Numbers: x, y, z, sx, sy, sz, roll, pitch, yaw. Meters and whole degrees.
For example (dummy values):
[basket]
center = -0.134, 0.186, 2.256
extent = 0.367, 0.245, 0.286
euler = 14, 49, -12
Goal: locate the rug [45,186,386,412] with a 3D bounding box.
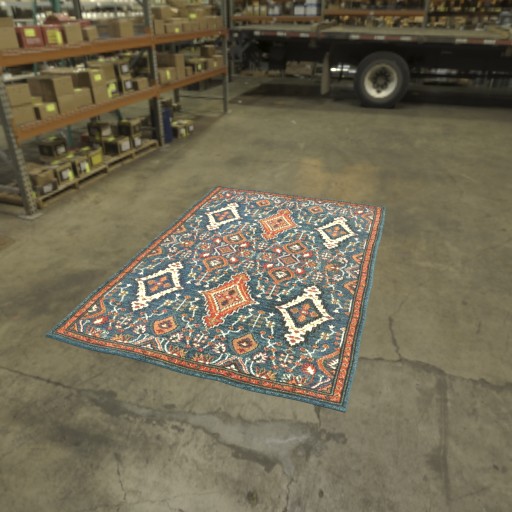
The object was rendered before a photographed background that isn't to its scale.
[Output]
[rug]
center = 0.000, 0.000, 3.113
extent = 1.622, 0.009, 2.373
euler = 9, 31, 16
